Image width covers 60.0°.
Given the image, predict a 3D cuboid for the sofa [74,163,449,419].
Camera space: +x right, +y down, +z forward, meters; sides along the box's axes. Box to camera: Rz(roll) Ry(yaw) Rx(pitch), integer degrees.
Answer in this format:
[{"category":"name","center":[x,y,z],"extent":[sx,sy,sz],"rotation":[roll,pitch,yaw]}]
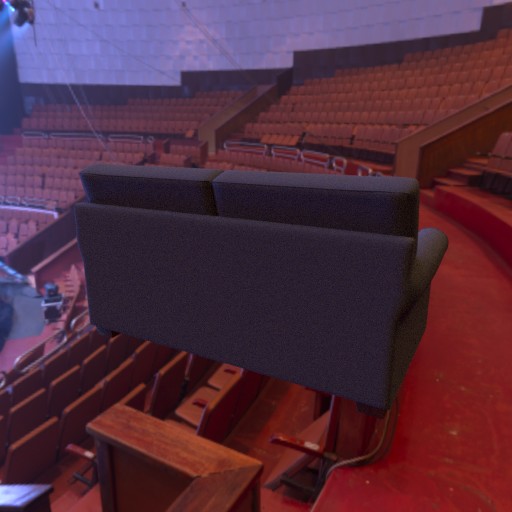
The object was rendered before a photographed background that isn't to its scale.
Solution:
[{"category":"sofa","center":[0.000,0.000,2.525],"extent":[1.930,1.020,0.940],"rotation":[8,18,28]}]
